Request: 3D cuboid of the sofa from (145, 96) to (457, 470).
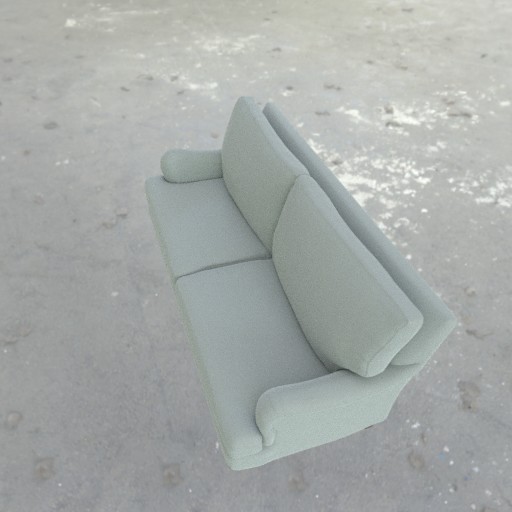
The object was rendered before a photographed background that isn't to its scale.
[{"bbox_3d":[0.000,0.000,2.755,1.069,1.096,2.193,-15,47,-14],"label":"sofa"}]
